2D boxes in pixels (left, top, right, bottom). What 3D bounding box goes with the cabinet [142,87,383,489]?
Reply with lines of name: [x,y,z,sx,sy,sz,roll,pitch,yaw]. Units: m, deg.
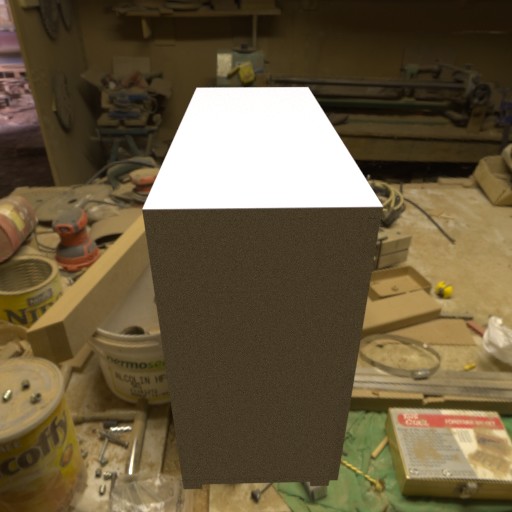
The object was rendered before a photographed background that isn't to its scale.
cabinet: [0.000,0.000,1.368,0.400,0.800,1.000,-1,32,-1]
